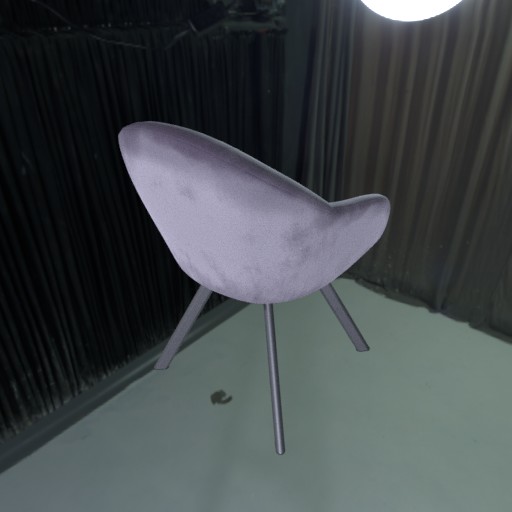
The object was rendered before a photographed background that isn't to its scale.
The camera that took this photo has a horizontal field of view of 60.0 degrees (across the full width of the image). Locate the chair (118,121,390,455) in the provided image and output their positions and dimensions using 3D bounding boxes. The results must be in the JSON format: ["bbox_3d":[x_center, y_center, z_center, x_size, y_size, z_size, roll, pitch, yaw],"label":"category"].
[{"bbox_3d":[0.000,0.000,1.176,0.550,0.795,0.590,22,37,32],"label":"chair"}]
